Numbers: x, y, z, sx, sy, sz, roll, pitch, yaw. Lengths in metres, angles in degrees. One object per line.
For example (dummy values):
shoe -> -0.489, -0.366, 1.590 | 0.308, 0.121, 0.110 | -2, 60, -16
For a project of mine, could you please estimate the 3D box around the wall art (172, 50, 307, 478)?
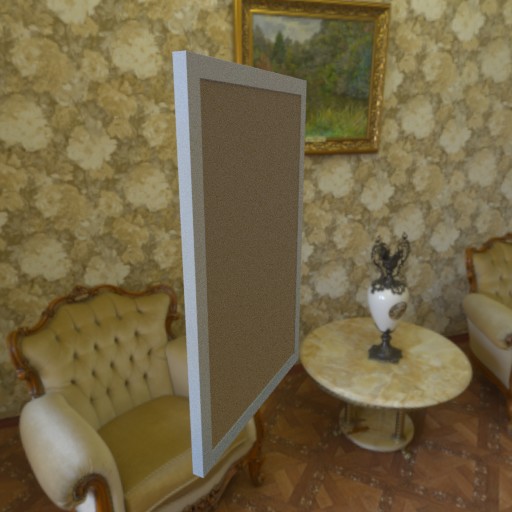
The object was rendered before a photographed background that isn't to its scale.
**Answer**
wall art -> 0.000, 0.000, 1.466 | 0.038, 1.143, 0.764 | 8, 18, 25
